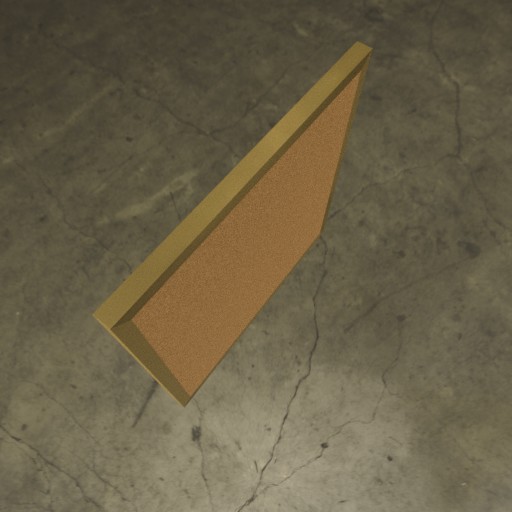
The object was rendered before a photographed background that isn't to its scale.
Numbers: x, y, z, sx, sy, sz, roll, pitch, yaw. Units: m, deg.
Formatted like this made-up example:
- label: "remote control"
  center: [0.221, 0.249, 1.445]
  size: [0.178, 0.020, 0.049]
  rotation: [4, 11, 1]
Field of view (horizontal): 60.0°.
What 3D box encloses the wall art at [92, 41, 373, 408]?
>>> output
- label: "wall art"
  center: [0.000, 0.000, 1.133]
  size: [0.038, 0.762, 0.762]
  rotation: [34, 68, 16]
